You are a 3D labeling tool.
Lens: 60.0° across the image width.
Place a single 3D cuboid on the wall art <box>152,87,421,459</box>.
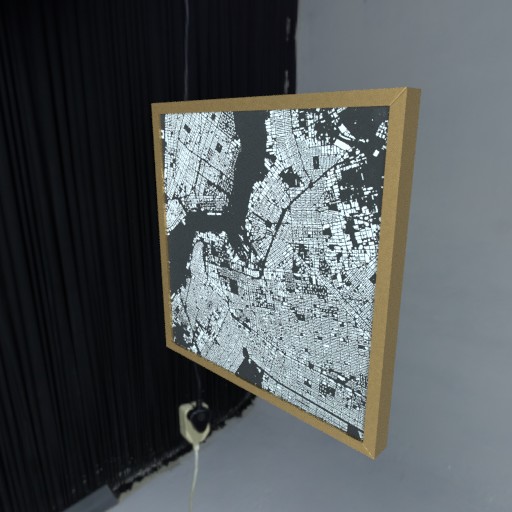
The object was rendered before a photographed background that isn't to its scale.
[{"bbox_3d":[0.000,0.000,1.907,1.284,1.284,0.095,15,22,41],"label":"wall art"}]
